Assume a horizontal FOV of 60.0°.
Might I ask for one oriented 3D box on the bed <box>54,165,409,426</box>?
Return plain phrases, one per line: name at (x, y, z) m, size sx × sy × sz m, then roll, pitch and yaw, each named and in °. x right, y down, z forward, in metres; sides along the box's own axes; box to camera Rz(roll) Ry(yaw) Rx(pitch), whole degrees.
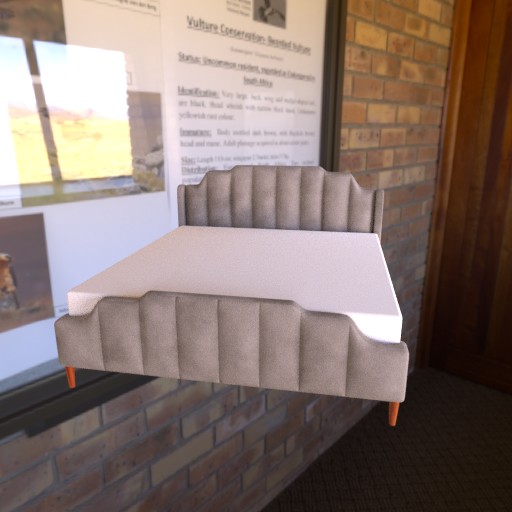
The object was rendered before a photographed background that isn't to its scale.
bed at (0.000, 0.000, 3.520) m, size 2.074 × 1.245 × 2.340 m, roll 3°, pitch 16°, yaw 11°
